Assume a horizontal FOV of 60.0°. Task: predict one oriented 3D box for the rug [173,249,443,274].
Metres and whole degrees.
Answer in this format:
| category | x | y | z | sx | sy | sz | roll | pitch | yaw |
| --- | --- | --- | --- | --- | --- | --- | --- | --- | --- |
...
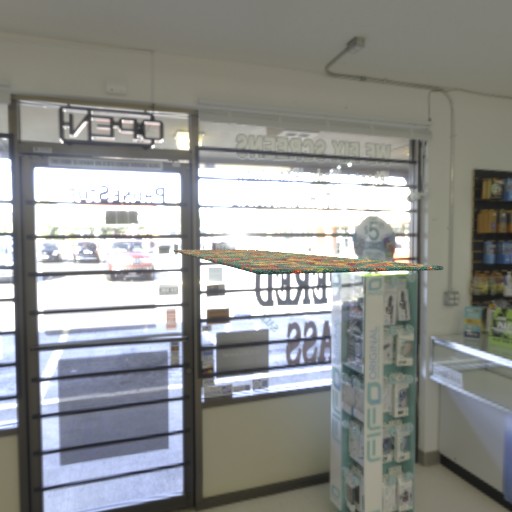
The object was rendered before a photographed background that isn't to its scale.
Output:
| category | x | y | z | sx | sy | sz | roll | pitch | yaw |
| --- | --- | --- | --- | --- | --- | --- | --- | --- | --- |
| rug | 0.000 | 0.000 | 2.522 | 0.686 | 0.013 | 2.286 | -1 | 3 | -17 |
